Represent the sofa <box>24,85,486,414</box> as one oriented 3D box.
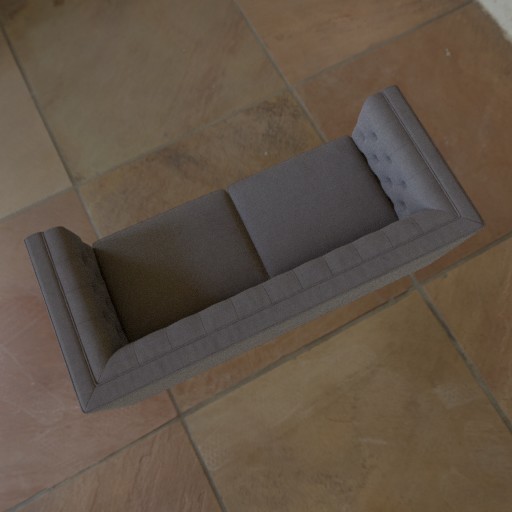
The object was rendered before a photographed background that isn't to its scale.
[{"bbox_3d":[0.000,0.000,2.201,1.778,0.762,0.775,-24,76,-7],"label":"sofa"}]
